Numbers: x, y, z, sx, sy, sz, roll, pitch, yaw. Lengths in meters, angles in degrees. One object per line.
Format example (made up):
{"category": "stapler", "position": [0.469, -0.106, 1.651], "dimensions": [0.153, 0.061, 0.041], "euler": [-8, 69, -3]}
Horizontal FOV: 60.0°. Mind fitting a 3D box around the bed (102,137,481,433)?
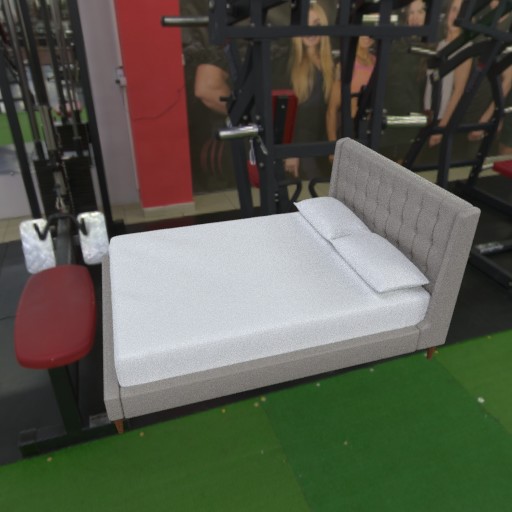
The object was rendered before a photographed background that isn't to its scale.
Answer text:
{"category": "bed", "position": [0.000, 0.000, 3.232], "dimensions": [2.232, 1.147, 1.656], "euler": [-9, 31, -15]}
